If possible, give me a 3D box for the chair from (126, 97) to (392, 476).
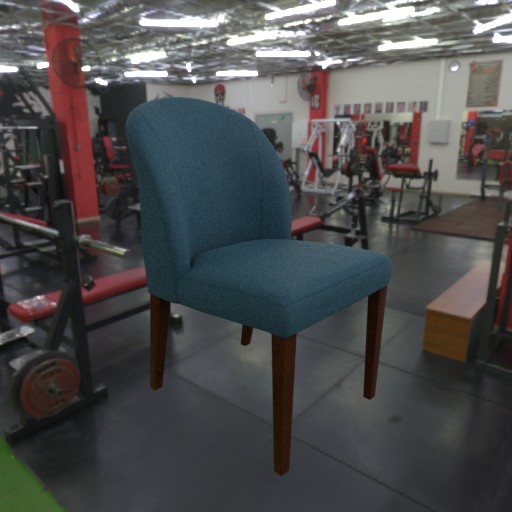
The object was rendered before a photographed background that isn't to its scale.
[{"bbox_3d":[0.000,0.000,1.263,0.620,0.879,0.507,14,21,41],"label":"chair"}]
